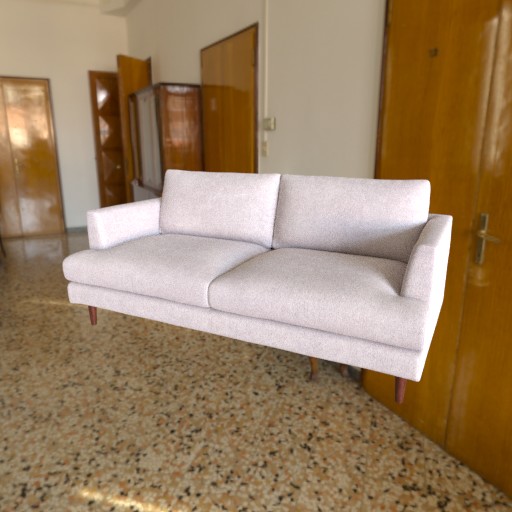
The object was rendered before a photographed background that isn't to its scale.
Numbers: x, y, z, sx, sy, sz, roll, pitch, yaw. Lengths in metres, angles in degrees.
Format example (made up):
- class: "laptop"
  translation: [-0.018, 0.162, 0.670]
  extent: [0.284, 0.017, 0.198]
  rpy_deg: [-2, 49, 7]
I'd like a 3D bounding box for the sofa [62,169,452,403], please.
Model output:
- class: "sofa"
  translation: [0.000, 0.000, 2.492]
  extent: [1.948, 0.868, 1.020]
  rpy_deg: [7, 17, 26]
